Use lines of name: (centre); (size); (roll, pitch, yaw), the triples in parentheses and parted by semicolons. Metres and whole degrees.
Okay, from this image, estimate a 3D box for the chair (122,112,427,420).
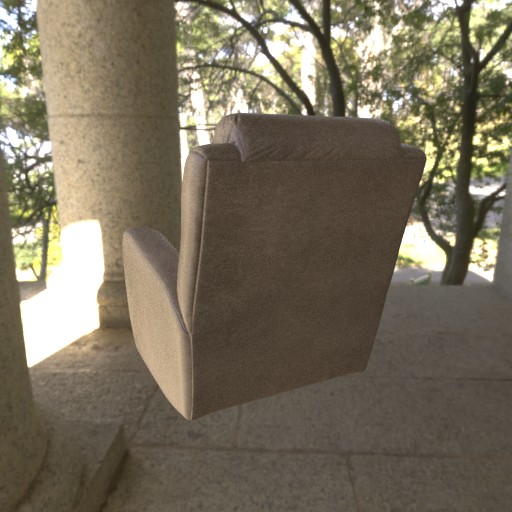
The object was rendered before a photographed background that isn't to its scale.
chair: (0.000, 0.000, 1.928); (0.967, 1.116, 1.068); (-7, 15, -26)
